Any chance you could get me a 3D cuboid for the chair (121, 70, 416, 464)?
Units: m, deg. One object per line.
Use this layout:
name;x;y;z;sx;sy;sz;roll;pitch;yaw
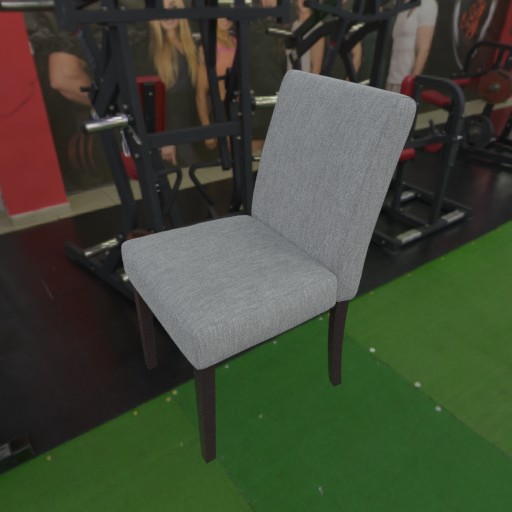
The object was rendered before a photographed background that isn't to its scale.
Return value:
chair;0.000;0.000;1.250;0.629;0.884;0.487;-19;36;-28
